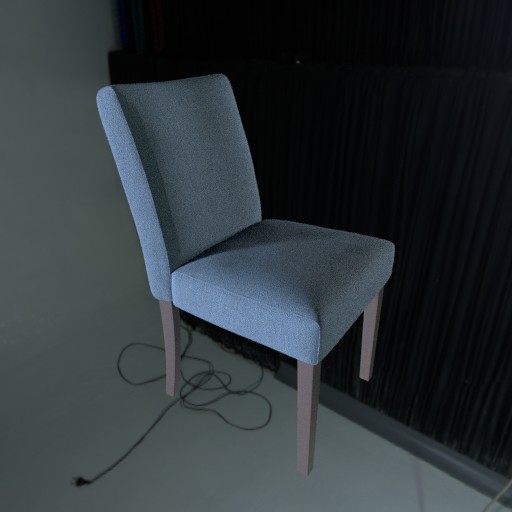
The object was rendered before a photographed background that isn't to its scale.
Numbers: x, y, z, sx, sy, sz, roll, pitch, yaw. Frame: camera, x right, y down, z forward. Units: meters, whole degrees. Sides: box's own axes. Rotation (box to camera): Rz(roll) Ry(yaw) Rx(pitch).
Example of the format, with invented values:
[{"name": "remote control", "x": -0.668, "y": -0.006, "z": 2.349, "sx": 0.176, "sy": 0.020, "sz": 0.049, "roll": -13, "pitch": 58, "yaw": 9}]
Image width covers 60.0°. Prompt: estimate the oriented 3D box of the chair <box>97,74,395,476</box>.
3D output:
[{"name": "chair", "x": 0.000, "y": 0.000, "z": 1.216, "sx": 0.629, "sy": 0.882, "sz": 0.487, "roll": 17, "pitch": 31, "yaw": 30}]
